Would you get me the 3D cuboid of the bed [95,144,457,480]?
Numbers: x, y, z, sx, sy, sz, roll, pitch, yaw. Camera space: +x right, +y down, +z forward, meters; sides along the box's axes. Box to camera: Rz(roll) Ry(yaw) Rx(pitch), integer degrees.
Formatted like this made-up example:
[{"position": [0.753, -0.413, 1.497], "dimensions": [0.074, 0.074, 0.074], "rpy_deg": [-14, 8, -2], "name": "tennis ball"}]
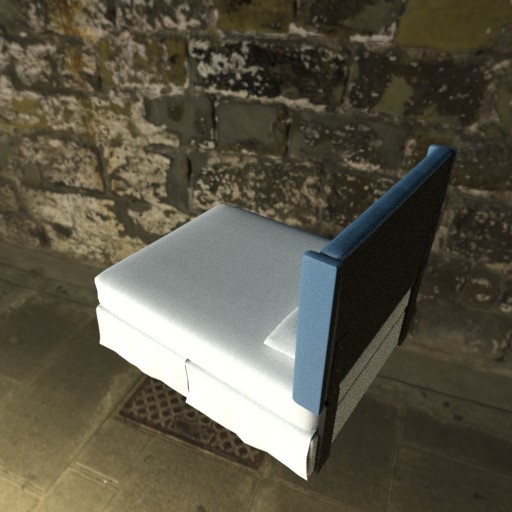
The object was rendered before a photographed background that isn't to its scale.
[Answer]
[{"position": [0.000, 0.000, 3.336], "dimensions": [2.078, 1.665, 1.719], "rpy_deg": [23, 40, 30], "name": "bed"}]
